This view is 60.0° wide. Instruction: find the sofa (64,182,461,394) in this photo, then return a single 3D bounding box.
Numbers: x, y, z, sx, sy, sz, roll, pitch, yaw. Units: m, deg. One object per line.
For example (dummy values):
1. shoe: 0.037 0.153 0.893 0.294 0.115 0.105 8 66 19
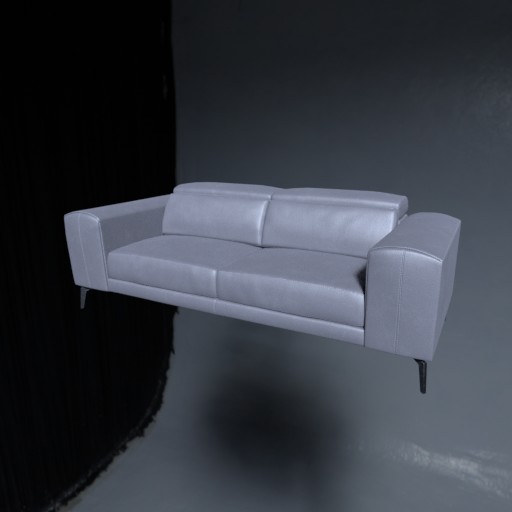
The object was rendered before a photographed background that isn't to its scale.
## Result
1. sofa: 0.000 0.000 2.855 2.330 0.814 1.048 8 17 27
